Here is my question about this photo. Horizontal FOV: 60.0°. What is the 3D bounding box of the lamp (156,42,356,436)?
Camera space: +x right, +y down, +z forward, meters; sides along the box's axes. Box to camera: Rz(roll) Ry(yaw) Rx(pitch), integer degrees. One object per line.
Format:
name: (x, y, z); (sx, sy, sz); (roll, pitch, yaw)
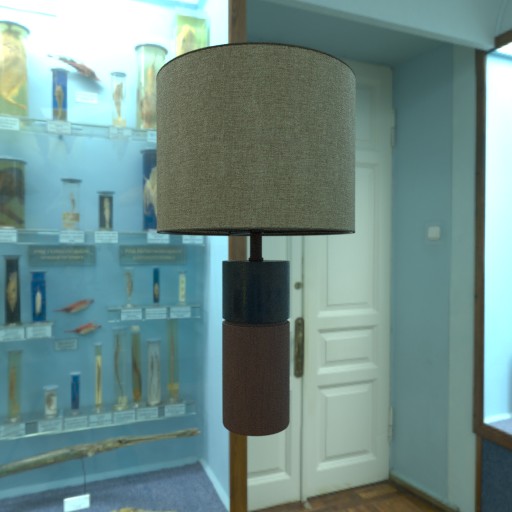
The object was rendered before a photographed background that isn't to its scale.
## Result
lamp: (0.000, 0.000, 0.462); (0.202, 0.350, 0.202); (0, 1, 0)
